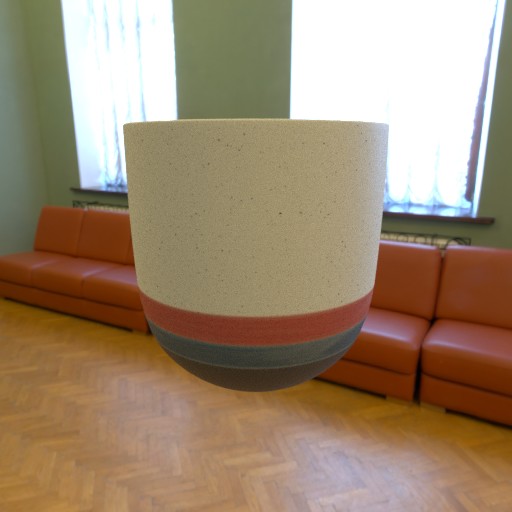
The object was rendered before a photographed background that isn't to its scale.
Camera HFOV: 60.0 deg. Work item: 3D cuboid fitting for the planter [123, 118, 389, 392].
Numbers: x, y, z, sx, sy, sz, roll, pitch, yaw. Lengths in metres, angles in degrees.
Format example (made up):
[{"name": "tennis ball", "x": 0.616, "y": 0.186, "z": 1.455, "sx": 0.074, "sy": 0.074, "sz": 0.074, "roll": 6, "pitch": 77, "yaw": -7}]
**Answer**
[{"name": "planter", "x": 0.000, "y": 0.000, "z": 0.378, "sx": 0.204, "sy": 0.214, "sz": 0.204, "roll": 0, "pitch": 14, "yaw": 0}]
